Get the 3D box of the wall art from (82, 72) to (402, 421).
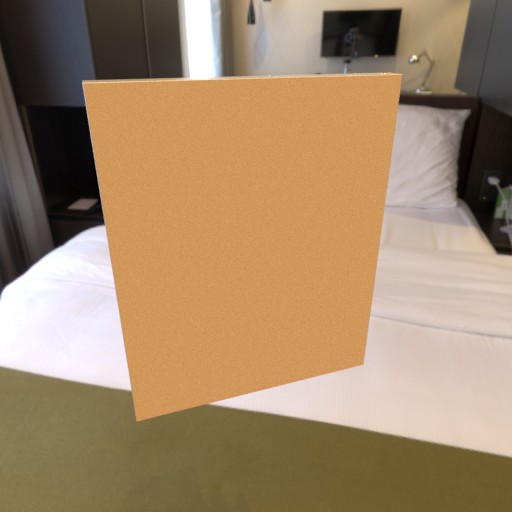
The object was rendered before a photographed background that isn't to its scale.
[{"bbox_3d":[0.000,0.000,0.732,0.452,0.549,0.038,-9,27,-17],"label":"wall art"}]
